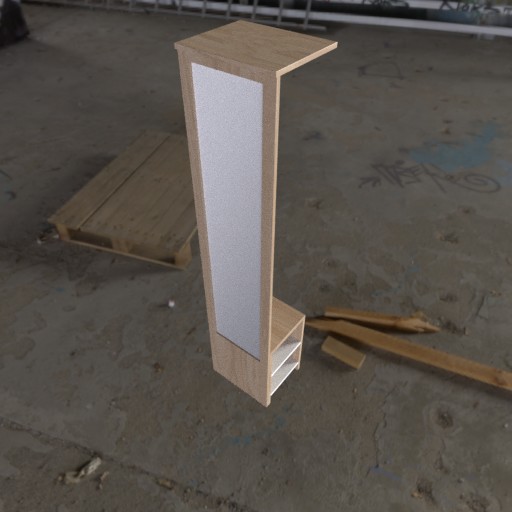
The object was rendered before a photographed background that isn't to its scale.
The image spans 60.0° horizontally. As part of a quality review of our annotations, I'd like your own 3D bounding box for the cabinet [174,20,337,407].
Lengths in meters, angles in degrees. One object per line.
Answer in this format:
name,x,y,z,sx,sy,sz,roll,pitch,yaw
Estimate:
cabinet,0.000,0.000,2.073,0.411,1.879,0.338,28,49,27
